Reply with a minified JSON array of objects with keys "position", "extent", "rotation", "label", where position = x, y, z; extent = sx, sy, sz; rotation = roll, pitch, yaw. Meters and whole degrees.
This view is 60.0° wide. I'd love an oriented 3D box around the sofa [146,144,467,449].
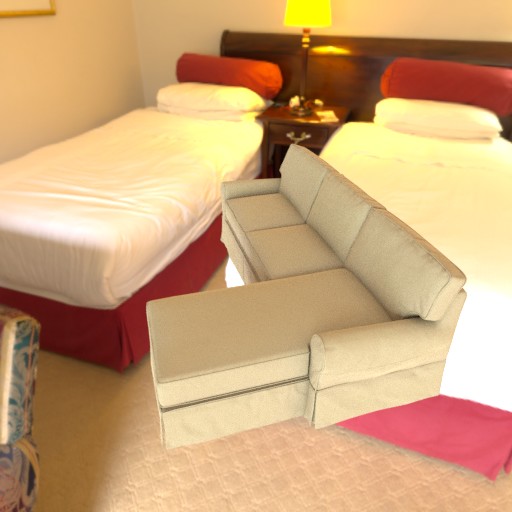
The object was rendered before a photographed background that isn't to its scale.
[{"position":[0.000,0.000,3.333],"extent":[1.733,0.978,2.475],"rotation":[-9,32,-14],"label":"sofa"}]
